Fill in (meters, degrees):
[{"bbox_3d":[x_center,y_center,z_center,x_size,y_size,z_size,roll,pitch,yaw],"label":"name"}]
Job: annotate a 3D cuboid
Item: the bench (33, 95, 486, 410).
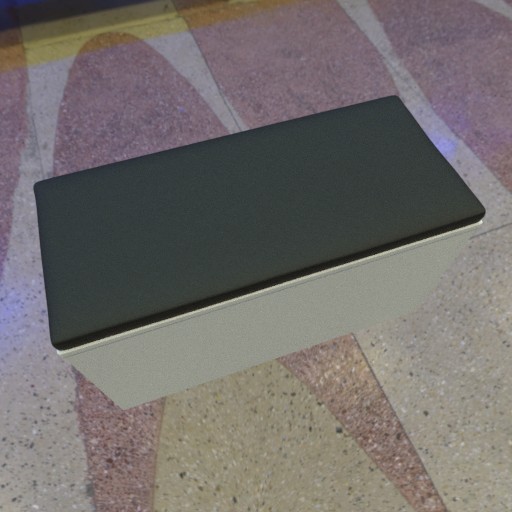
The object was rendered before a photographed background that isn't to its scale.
[{"bbox_3d":[0.000,0.000,1.151,0.899,0.500,0.401,-16,60,-10],"label":"bench"}]
